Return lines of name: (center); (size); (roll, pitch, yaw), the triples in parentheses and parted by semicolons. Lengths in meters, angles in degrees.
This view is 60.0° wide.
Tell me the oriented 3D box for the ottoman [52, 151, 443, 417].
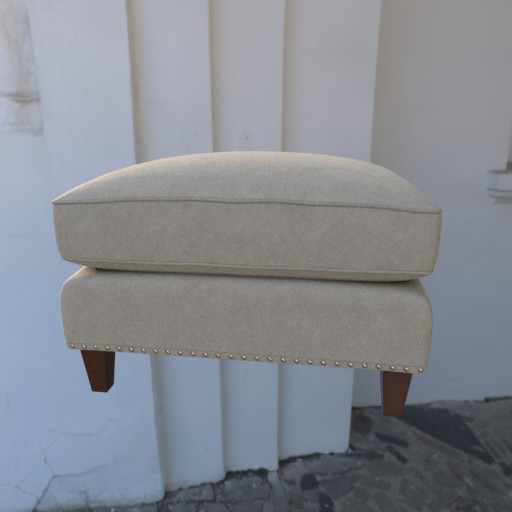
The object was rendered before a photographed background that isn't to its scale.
ottoman: (0.000, 0.000, 1.121); (0.741, 0.513, 0.584); (2, 16, 8)
